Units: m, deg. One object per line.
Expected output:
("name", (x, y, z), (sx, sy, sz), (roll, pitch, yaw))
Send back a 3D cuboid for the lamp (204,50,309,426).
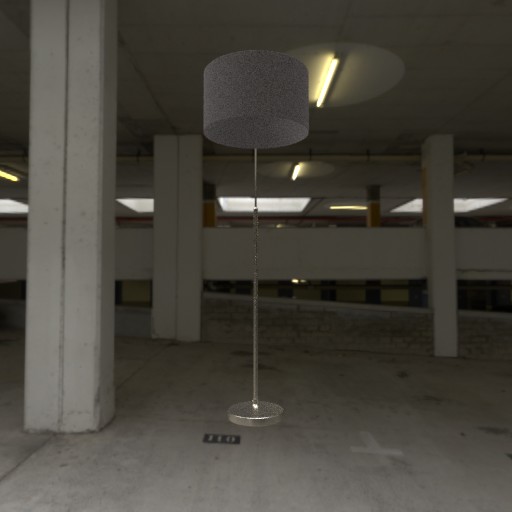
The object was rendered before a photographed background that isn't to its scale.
("lamp", (0.000, 0.000, 2.139), (0.452, 1.735, 0.934), (0, -2, 0))
